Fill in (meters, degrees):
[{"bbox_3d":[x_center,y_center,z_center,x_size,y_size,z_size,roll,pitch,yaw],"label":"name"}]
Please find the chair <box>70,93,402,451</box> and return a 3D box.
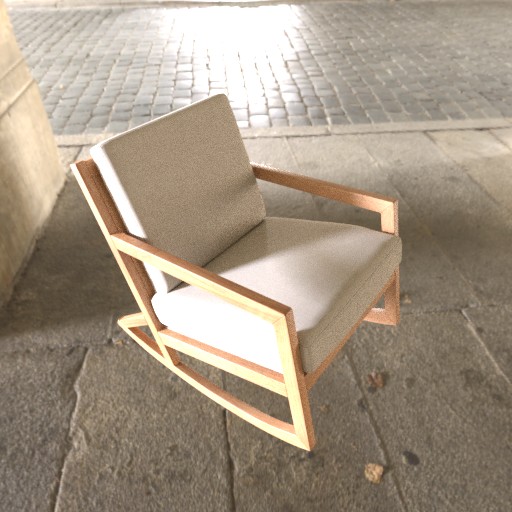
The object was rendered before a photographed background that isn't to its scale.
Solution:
[{"bbox_3d":[0.000,0.000,1.453,0.857,0.790,0.622,26,46,28],"label":"chair"}]
